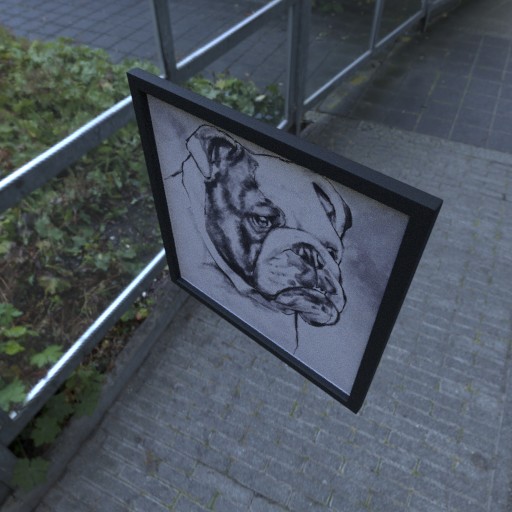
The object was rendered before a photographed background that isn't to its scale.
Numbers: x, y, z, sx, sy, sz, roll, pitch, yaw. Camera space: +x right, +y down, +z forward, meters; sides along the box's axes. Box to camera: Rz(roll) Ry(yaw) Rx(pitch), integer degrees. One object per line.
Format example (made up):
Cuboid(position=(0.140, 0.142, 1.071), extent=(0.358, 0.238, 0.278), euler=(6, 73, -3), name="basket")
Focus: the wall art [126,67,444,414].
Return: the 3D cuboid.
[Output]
Cuboid(position=(0.000, 0.000, 0.686), extent=(0.456, 0.453, 0.022), euler=(31, 54, 26), name="wall art")
